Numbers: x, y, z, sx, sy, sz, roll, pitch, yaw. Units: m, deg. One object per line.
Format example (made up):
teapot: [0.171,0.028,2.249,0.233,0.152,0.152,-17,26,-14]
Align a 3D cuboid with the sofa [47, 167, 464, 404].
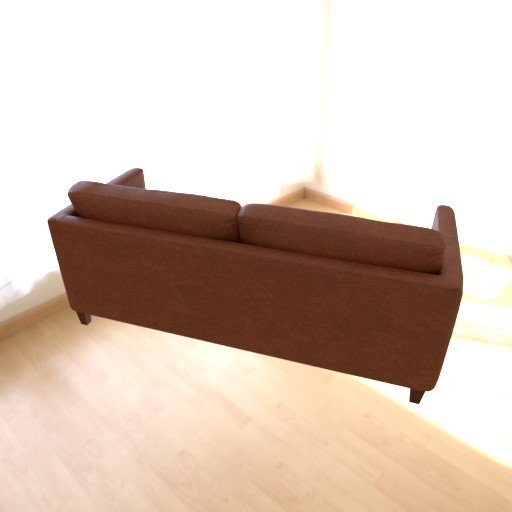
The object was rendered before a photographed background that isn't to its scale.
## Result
sofa: [0.000,0.000,2.714,2.204,0.932,0.950,10,32,16]
